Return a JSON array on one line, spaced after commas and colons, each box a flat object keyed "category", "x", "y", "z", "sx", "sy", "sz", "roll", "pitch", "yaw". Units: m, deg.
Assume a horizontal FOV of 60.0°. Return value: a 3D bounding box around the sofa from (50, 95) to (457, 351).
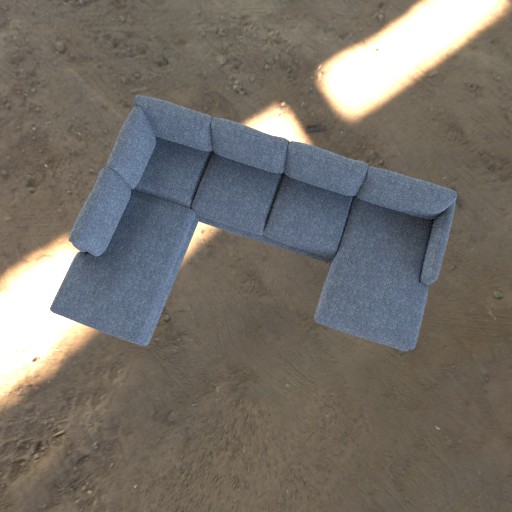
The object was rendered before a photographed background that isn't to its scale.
[{"category": "sofa", "x": 0.000, "y": 0.000, "z": 3.498, "sx": 2.737, "sy": 0.756, "sz": 1.879, "roll": 18, "pitch": 76, "yaw": 5}]
